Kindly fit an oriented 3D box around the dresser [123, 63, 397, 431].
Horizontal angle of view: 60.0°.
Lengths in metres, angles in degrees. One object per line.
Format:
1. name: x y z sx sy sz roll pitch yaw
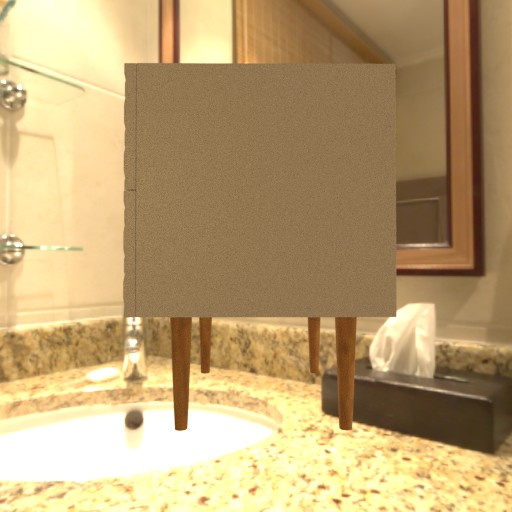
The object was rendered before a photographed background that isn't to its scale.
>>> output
1. dresser: 0.000 0.000 0.909 0.414 0.568 0.503 0 -1 0
